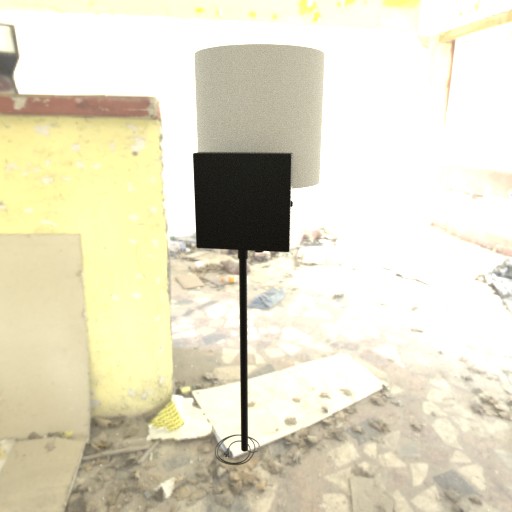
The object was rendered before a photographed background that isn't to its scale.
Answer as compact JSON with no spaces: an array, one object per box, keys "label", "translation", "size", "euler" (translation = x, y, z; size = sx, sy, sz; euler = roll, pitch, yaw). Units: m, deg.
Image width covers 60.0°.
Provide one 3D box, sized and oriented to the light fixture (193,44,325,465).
[{"label":"light fixture","translation":[0.000,0.000,0.697],"size":[0.188,0.589,0.248],"euler":[3,17,9]}]
